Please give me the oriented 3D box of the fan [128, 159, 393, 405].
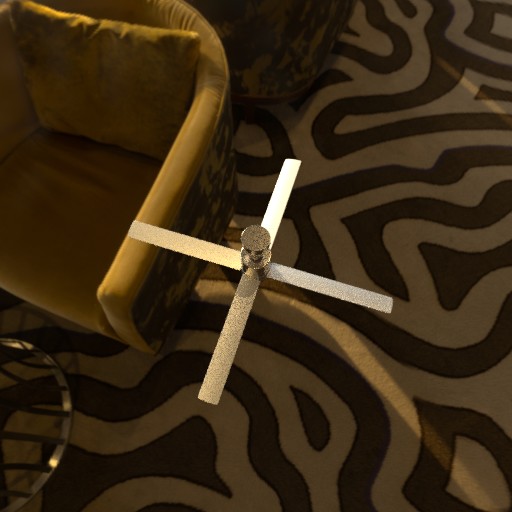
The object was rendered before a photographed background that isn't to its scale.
[{"bbox_3d":[0.000,0.000,2.031,1.322,0.355,1.322,16,66,8],"label":"fan"}]
